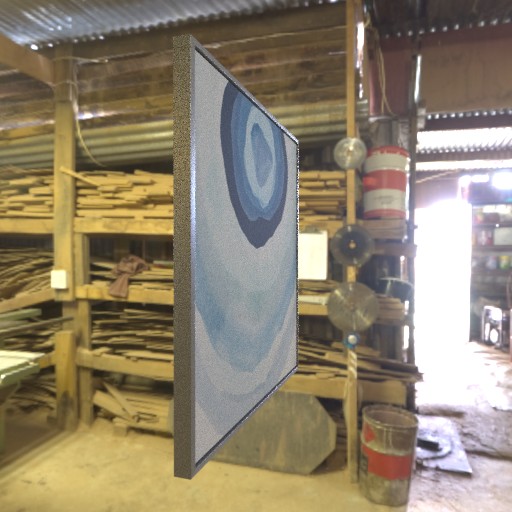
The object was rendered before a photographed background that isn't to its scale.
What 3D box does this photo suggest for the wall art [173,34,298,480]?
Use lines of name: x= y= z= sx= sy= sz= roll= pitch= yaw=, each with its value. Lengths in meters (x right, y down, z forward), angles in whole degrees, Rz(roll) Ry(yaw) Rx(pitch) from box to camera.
wall art: x=0.000 y=0.000 z=1.189 sx=0.038 sy=0.807 sz=0.809 roll=0 pitch=0 yaw=19
